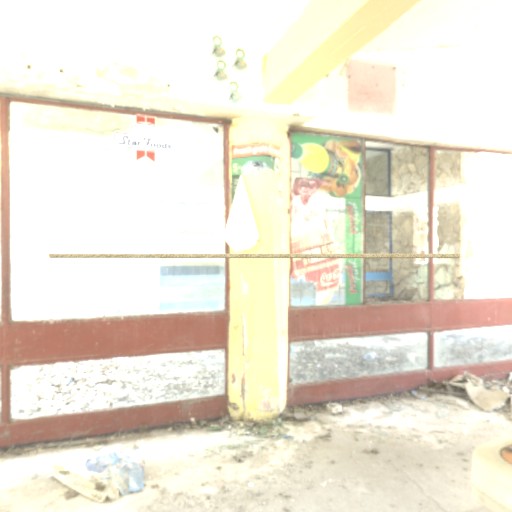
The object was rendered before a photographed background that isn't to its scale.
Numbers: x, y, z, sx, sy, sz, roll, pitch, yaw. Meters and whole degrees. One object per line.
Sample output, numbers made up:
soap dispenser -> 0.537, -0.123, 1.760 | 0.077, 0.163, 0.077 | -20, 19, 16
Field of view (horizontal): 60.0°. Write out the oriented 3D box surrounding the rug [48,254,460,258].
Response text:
rug -> 0.000, 0.000, 4.036 | 2.401, 0.025, 3.001 | 0, 0, 0
